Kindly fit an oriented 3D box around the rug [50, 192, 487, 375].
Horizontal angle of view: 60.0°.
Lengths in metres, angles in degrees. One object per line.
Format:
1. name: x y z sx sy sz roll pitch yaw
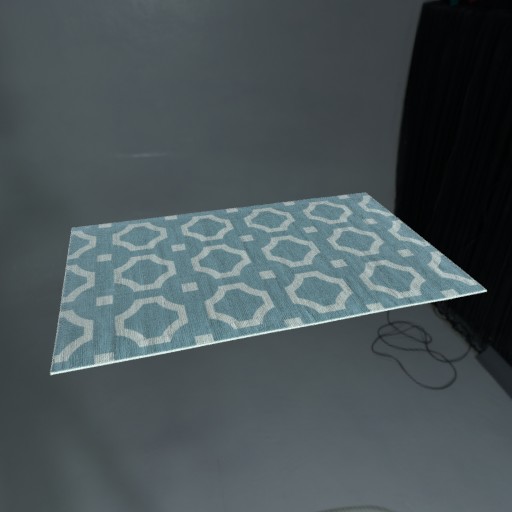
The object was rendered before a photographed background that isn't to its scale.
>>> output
1. rug: 0.000 0.000 2.989 2.443 0.015 1.528 -8 32 -13
